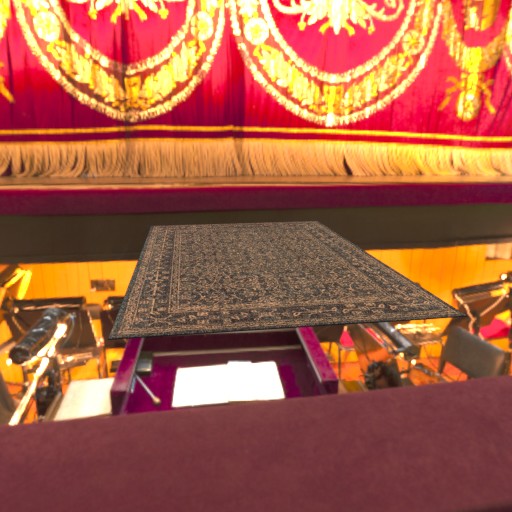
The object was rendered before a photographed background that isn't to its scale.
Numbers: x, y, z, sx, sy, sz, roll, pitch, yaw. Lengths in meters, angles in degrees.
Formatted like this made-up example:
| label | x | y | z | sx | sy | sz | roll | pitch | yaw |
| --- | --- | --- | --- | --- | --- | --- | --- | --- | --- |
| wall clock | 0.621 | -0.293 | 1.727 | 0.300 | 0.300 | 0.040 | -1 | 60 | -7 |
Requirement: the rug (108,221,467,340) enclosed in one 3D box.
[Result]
| label | x | y | z | sx | sy | sz | roll | pitch | yaw |
| --- | --- | --- | --- | --- | --- | --- | --- | --- | --- |
| rug | 0.000 | 0.000 | 2.311 | 1.200 | 0.005 | 1.819 | -2 | 15 | -8 |
